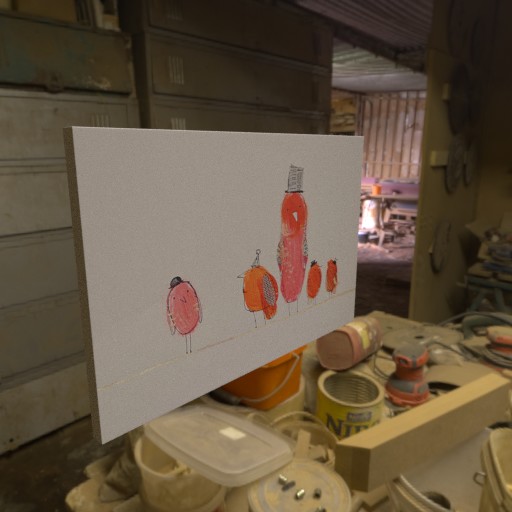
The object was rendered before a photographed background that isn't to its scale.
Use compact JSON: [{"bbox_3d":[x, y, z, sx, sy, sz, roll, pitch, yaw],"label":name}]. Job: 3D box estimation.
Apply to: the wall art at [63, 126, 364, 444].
[{"bbox_3d":[0.000,0.000,1.140,0.038,0.609,0.914,13,19,43],"label":"wall art"}]
